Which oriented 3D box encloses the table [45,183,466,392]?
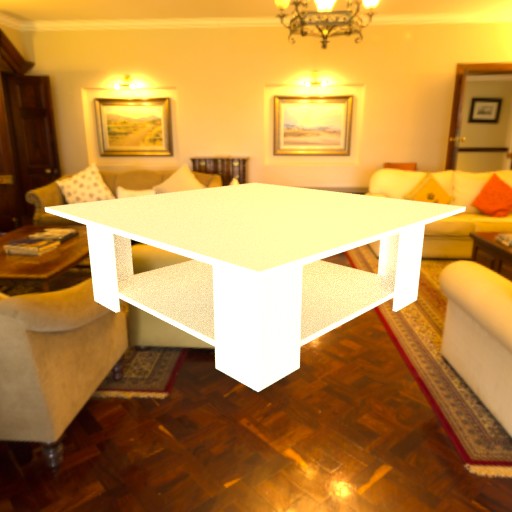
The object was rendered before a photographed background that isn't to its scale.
[{"bbox_3d":[0.000,0.000,1.367,0.890,0.305,0.890,15,22,42],"label":"table"}]
